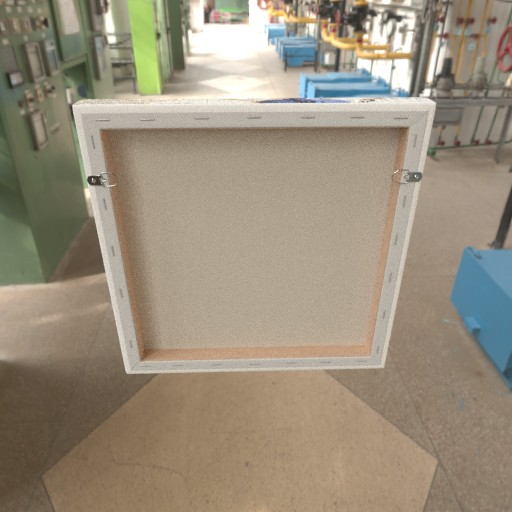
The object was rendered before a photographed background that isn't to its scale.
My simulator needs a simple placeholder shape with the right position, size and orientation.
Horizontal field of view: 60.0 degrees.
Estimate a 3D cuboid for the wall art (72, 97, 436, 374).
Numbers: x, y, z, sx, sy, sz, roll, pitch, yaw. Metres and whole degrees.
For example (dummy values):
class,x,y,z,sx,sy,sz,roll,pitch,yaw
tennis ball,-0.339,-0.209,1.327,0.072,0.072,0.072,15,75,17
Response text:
class,x,y,z,sx,sy,sz,roll,pitch,yaw
wall art,0.000,0.000,0.754,0.507,0.508,0.038,-1,30,-2
